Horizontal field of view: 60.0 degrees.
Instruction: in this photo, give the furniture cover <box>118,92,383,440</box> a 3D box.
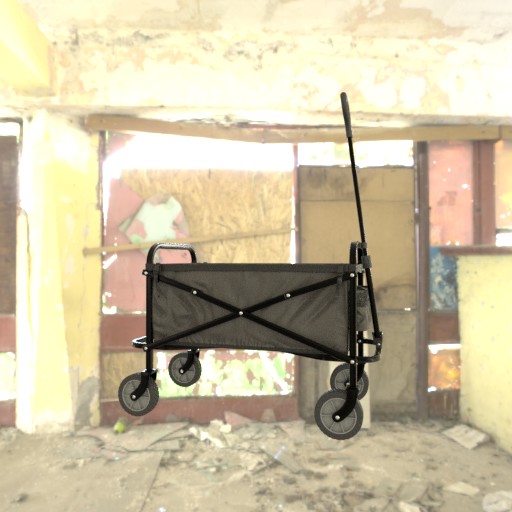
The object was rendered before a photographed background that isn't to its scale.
[{"bbox_3d":[0.000,0.000,1.887,1.038,1.295,0.532,0,0,17],"label":"furniture cover"}]
